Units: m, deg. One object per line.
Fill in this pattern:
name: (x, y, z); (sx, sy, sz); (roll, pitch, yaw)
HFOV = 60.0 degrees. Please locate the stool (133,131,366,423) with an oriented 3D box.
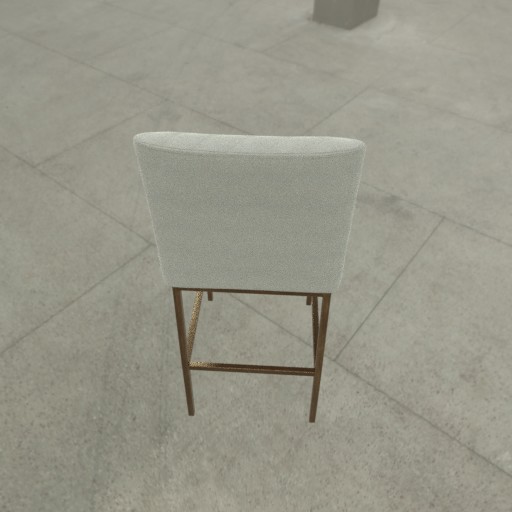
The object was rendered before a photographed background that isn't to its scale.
stool: (0.000, 0.000, 1.323); (0.462, 1.084, 0.546); (2, 46, 2)
